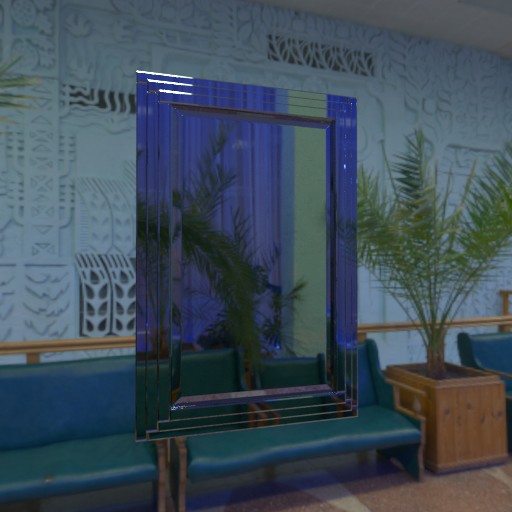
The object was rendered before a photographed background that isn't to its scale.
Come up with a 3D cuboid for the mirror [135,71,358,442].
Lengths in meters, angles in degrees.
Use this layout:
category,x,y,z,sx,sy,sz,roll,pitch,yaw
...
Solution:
category,x,y,z,sx,sy,sz,roll,pitch,yaw
mirror,0.000,0.000,1.172,0.613,0.914,0.039,0,-1,-17
